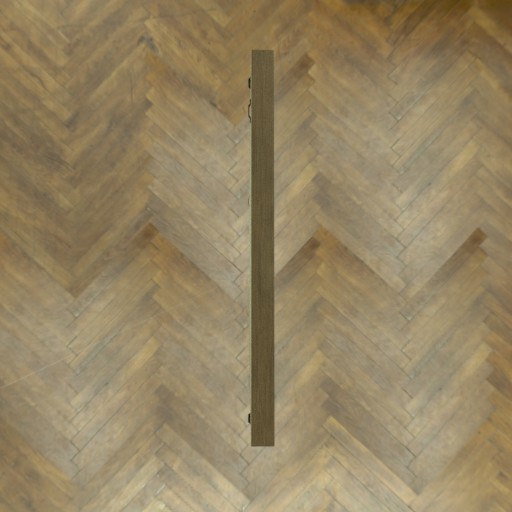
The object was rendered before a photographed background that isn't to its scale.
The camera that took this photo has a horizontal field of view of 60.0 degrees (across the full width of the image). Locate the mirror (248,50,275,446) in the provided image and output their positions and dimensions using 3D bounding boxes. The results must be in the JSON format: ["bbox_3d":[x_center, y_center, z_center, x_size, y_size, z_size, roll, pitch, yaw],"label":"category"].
[{"bbox_3d":[0.000,0.000,1.136,0.040,0.915,0.609,0,88,-1],"label":"mirror"}]
